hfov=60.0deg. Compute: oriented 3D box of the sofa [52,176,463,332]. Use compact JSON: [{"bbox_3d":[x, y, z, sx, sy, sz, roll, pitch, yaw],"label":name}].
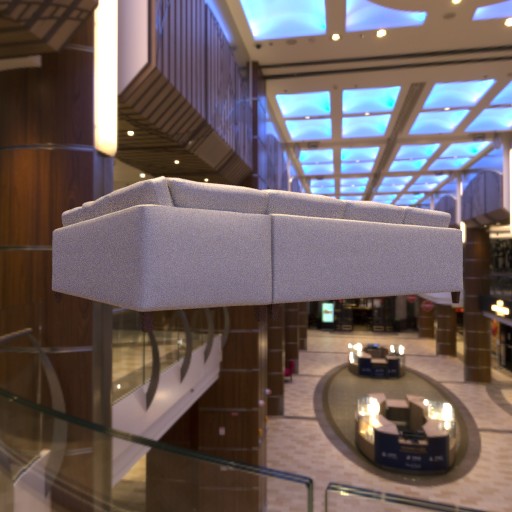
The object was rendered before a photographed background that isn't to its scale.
[{"bbox_3d":[0.000,0.000,4.420,3.333,0.934,2.522,1,-1,-35],"label":"sofa"}]
